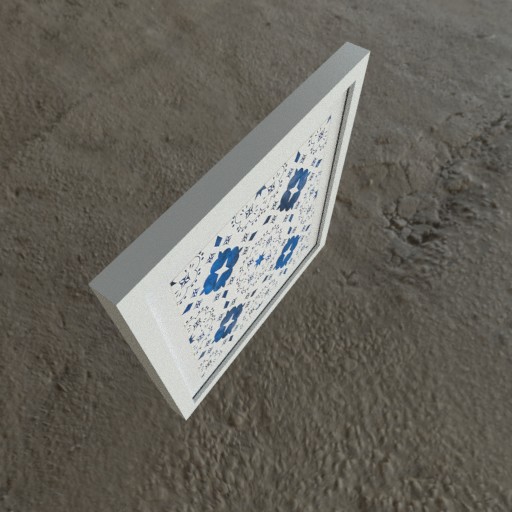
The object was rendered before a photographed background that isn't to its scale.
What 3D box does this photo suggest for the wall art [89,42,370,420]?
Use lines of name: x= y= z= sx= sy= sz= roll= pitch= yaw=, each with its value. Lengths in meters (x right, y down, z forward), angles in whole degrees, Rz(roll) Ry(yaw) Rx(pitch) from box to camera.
wall art: x=0.000 y=0.000 z=0.529 sx=0.027 sy=0.355 sz=0.355 roll=32 pitch=63 yaw=18
